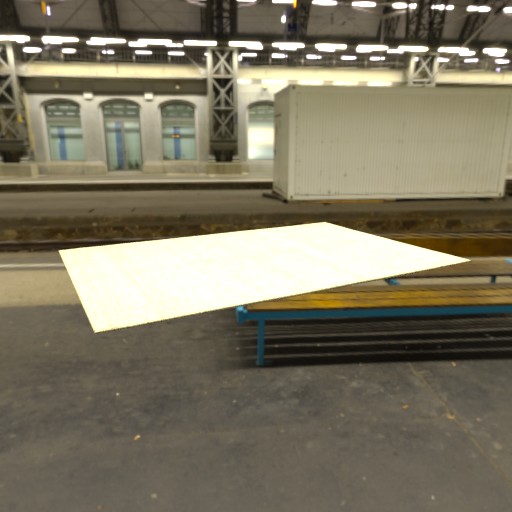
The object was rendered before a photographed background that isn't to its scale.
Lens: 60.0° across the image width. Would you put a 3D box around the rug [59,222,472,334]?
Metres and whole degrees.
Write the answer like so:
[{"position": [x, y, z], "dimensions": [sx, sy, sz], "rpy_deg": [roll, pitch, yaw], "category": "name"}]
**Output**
[{"position": [0.000, 0.000, 2.385], "dimensions": [1.850, 0.015, 1.250], "rpy_deg": [-8, 17, -27], "category": "rug"}]
